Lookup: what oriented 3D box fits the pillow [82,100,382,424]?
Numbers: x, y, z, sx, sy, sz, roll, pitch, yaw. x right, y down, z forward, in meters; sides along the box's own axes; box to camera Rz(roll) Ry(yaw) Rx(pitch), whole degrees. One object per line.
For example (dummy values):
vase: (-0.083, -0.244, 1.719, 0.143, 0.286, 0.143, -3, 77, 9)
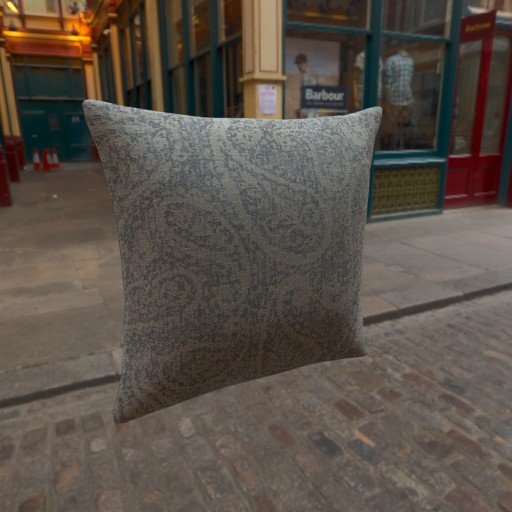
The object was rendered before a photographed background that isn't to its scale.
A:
pillow: (0.000, 0.000, 0.776, 0.526, 0.507, 0.166, -8, 18, -25)
